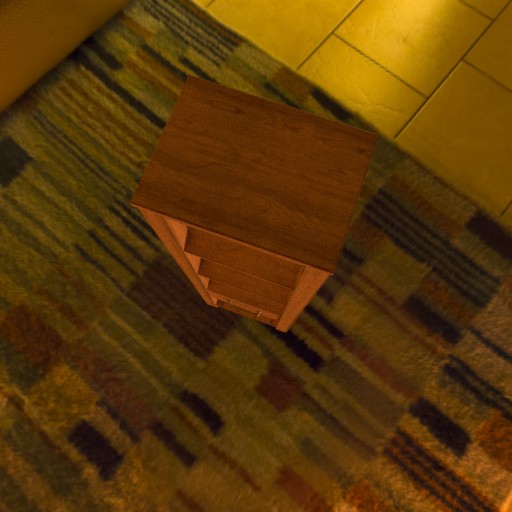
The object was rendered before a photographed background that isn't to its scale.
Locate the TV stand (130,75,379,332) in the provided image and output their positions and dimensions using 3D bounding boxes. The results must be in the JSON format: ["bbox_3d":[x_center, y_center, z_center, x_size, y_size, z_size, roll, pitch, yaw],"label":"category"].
[{"bbox_3d":[0.000,0.000,2.074,0.565,1.828,0.435,19,76,5],"label":"TV stand"}]
